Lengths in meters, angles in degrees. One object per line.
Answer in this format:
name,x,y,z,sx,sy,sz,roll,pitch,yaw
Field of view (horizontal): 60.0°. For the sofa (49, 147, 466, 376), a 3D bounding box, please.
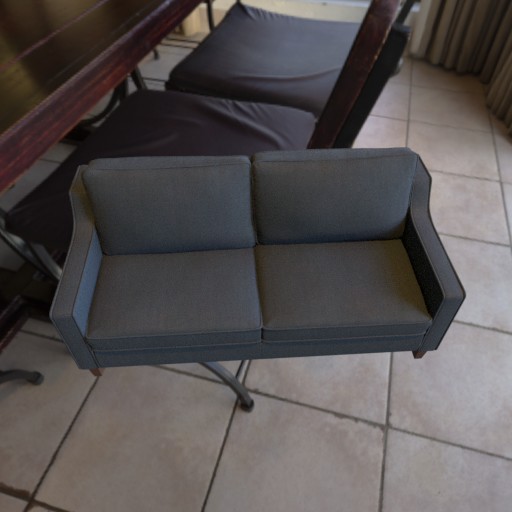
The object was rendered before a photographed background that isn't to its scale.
sofa,0.000,0.000,2.754,2.178,1.071,1.066,-3,48,-2
